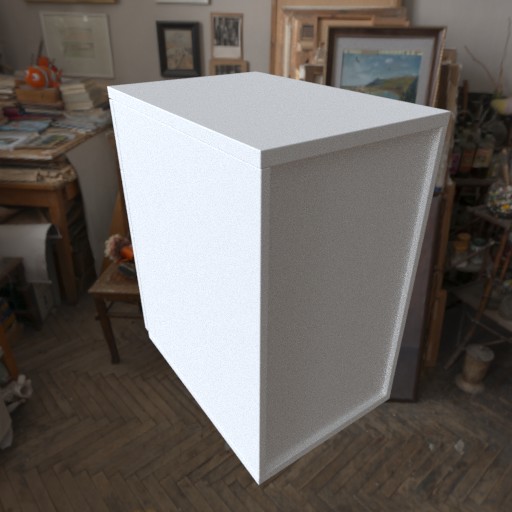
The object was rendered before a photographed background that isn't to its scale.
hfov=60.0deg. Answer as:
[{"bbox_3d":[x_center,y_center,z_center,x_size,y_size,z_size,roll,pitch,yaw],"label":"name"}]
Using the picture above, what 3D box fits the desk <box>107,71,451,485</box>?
[{"bbox_3d":[0.000,0.000,1.062,0.404,0.730,0.600,-19,35,-30],"label":"desk"}]
